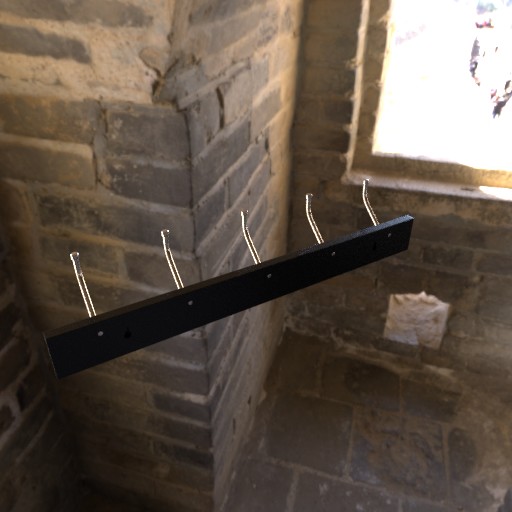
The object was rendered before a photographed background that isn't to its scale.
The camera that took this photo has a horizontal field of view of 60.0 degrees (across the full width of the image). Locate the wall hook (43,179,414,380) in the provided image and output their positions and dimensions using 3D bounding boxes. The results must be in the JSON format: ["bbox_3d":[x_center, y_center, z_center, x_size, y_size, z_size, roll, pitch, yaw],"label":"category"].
[{"bbox_3d":[0.000,0.000,0.629,0.571,0.117,0.071,-17,34,-27],"label":"wall hook"}]
